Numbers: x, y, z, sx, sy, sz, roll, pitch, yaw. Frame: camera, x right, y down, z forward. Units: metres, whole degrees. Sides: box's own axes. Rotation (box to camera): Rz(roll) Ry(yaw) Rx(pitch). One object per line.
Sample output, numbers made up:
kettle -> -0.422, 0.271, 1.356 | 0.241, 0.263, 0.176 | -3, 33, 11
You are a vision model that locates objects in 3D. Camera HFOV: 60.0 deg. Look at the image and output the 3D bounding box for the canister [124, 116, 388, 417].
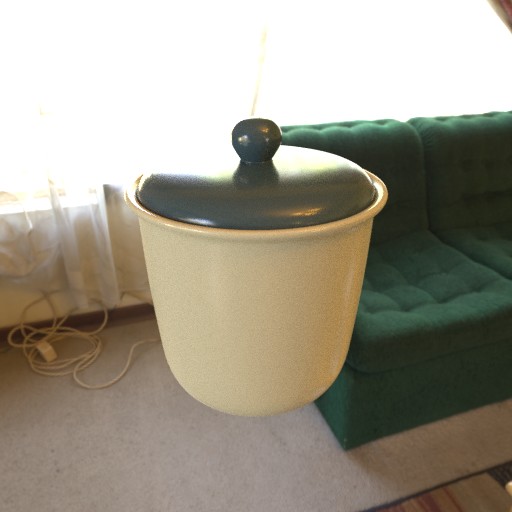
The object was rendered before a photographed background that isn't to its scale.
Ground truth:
canister -> 0.000, 0.000, 0.342 | 0.182, 0.208, 0.182 | 0, 27, 0
